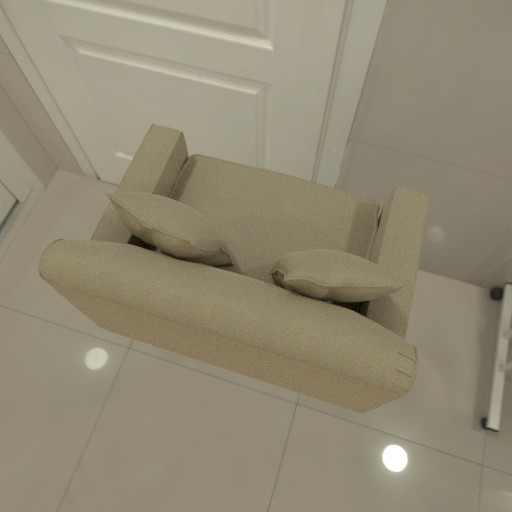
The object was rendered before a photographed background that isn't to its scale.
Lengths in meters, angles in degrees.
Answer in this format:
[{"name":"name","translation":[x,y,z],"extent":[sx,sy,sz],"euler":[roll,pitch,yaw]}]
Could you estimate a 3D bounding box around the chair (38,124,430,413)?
[{"name":"chair","translation":[0.000,0.000,2.062],"extent":[1.383,0.948,1.000],"euler":[16,66,7]}]
